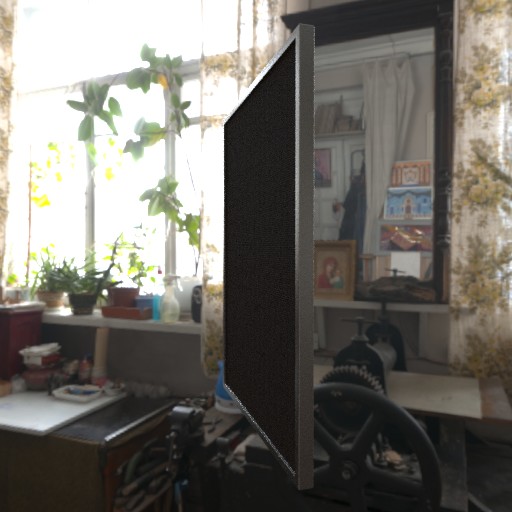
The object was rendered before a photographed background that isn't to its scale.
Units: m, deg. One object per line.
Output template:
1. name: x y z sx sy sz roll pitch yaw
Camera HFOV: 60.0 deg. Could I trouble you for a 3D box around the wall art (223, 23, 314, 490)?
1. wall art: 0.000 0.000 1.395 0.037 1.062 0.801 0 1 -17
